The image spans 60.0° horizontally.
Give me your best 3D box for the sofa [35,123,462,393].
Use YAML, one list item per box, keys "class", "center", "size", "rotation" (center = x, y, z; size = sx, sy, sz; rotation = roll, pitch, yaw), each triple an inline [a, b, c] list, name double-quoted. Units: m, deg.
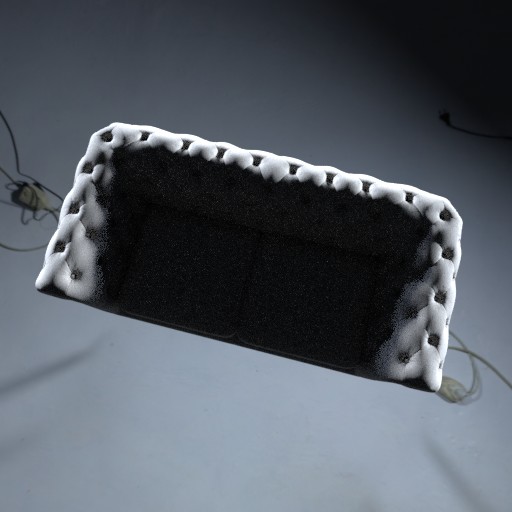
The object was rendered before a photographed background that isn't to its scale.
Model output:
- class: "sofa"
  center: [0.000, 0.000, 2.453]
  size: [1.998, 0.764, 0.986]
  rotation: [14, 76, 3]
